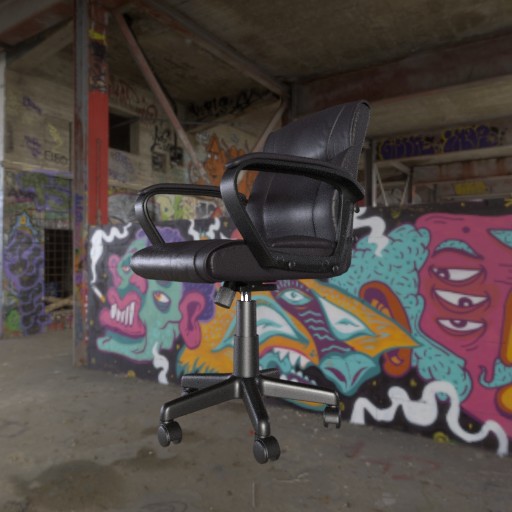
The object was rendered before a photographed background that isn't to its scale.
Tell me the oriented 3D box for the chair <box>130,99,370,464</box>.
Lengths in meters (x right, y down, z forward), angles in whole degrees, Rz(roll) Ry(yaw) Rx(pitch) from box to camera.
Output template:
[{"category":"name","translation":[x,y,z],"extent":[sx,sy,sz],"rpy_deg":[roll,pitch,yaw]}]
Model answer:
[{"category":"chair","translation":[0.000,0.000,1.361],"extent":[0.641,0.998,0.576],"rpy_deg":[1,-1,-37]}]
